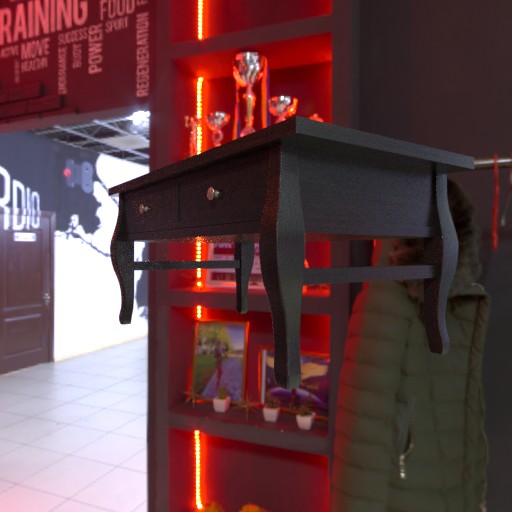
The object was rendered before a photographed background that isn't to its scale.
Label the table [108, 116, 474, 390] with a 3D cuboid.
[{"bbox_3d":[0.000,0.000,1.372,0.600,0.494,1.062,0,0,-35],"label":"table"}]
